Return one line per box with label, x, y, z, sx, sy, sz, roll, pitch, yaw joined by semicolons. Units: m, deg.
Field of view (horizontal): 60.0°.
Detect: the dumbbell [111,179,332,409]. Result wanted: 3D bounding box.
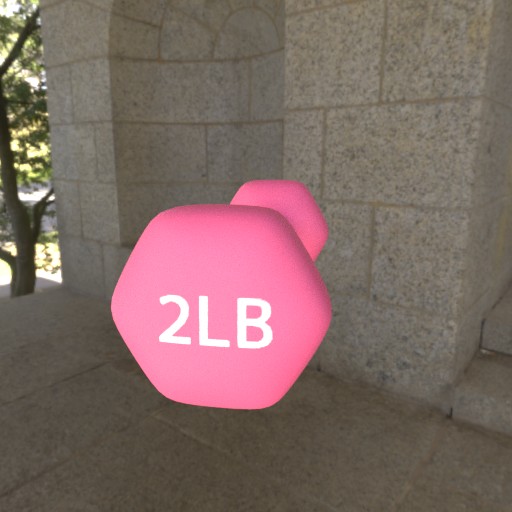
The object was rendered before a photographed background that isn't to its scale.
dumbbell;0.000;0.000;0.174;0.058;0.053;0.146;2;13;9
